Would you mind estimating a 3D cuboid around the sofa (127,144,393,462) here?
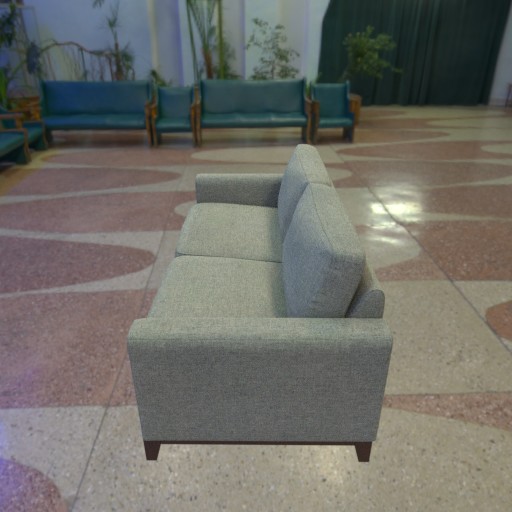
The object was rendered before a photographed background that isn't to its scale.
[{"bbox_3d":[0.000,0.000,2.470,0.969,0.892,1.978,0,27,0],"label":"sofa"}]
